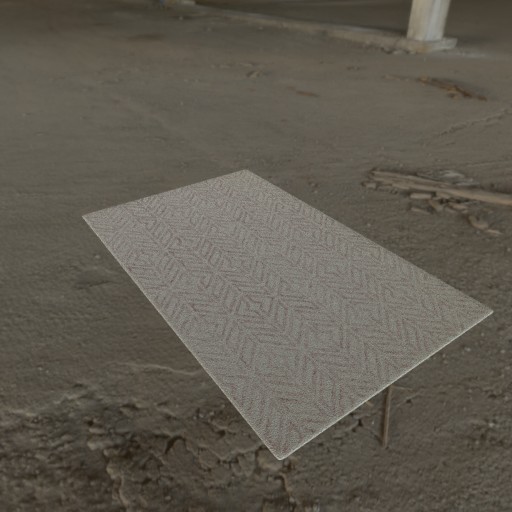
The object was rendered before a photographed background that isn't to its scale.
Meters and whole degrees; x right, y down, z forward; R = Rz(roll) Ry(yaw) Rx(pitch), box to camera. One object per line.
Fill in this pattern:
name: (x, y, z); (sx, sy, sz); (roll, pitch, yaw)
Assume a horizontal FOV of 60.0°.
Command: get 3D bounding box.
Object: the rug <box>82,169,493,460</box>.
rug: (0.000, 0.000, 2.921); (1.523, 0.008, 2.438); (-22, 40, -29)
